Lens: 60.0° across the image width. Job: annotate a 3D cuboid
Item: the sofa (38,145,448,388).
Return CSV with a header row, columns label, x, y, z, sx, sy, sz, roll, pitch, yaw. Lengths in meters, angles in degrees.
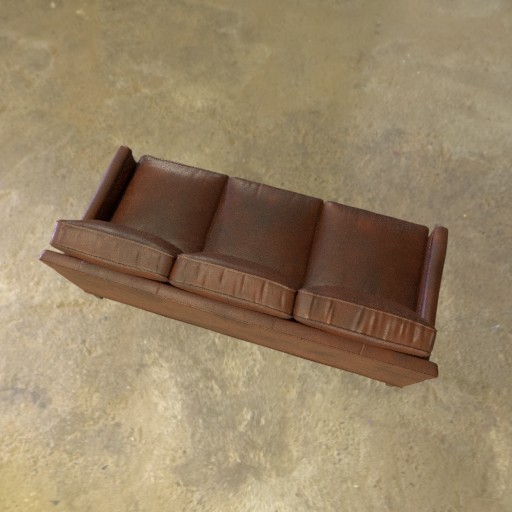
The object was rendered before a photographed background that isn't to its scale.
label,x,y,z,sx,sy,sz,roll,pitch,yaw
sofa,0.000,0.000,2.800,2.240,1.003,1.084,15,65,7
